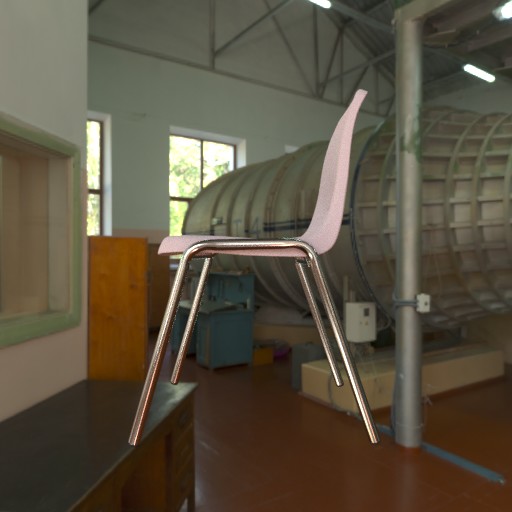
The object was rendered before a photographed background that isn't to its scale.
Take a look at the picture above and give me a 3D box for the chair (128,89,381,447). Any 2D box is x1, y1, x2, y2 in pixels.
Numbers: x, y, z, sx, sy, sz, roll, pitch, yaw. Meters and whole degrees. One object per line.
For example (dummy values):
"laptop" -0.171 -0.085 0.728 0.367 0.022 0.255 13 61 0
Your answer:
"chair" 0.000 0.000 0.938 0.436 0.653 0.381 0 0 0
